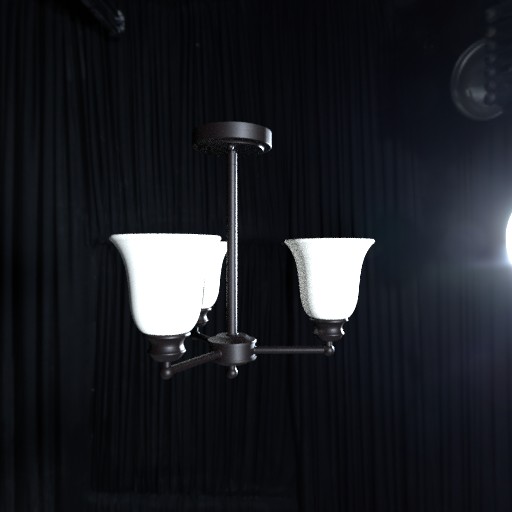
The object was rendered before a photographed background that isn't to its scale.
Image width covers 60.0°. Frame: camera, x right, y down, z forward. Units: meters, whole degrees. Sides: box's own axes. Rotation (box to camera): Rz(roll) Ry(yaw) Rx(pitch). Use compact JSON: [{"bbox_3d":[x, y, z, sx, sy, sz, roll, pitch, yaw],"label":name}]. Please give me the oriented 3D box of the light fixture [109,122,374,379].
[{"bbox_3d":[0.000,0.000,0.671,0.354,0.370,0.388,0,0,0],"label":"light fixture"}]
